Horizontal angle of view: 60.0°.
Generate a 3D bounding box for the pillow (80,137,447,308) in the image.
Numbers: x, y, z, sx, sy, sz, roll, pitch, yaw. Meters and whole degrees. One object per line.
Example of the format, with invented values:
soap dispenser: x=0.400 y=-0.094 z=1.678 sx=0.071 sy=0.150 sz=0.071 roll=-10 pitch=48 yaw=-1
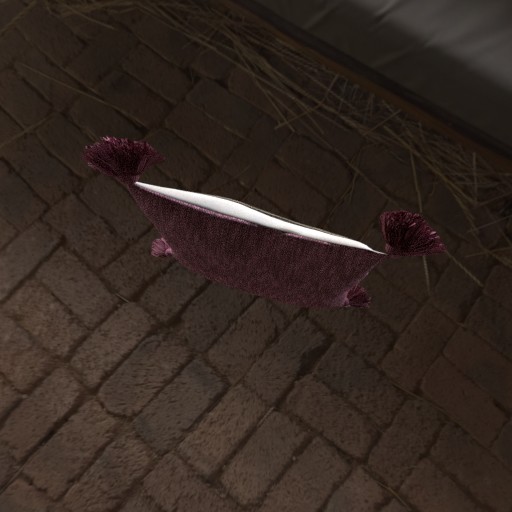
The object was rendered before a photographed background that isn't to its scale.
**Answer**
pillow: x=0.000 y=0.000 z=0.985 sx=0.641 sy=0.659 sz=0.138 roll=16 pitch=75 yaw=4
